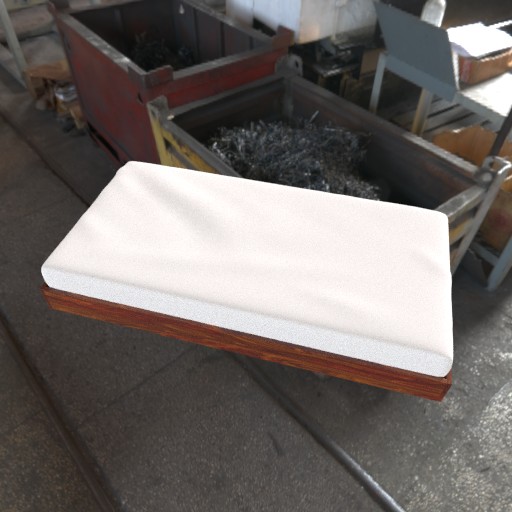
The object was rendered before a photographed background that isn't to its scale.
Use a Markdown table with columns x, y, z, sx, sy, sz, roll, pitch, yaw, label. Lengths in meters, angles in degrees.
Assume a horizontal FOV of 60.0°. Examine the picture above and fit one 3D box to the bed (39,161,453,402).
| x | y | z | sx | sy | sz | roll | pitch | yaw | label |
| --- | --- | --- | --- | --- | --- | --- | --- | --- | --- |
| 0.000 | 0.000 | 2.227 | 1.860 | 0.312 | 0.940 | 11 | 47 | 11 | bed |
